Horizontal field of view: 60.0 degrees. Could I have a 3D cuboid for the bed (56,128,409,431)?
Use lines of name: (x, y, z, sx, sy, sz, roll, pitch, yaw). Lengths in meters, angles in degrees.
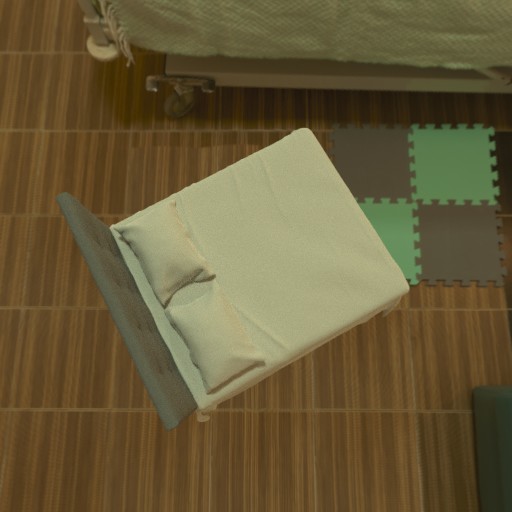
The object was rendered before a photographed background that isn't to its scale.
bed: (0.000, 0.000, 3.541, 2.222, 1.577, 1.936, -28, 79, -6)
